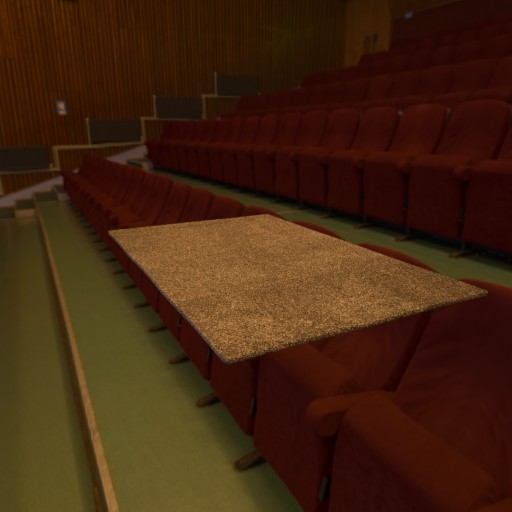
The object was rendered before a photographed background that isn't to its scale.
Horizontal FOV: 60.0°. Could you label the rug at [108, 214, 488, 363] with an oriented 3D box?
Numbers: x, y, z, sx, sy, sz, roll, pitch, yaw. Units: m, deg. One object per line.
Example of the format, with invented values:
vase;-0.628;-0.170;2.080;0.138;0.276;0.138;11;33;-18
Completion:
rug;0.000;0.000;2.966;1.501;0.025;2.352;-9;19;-27
